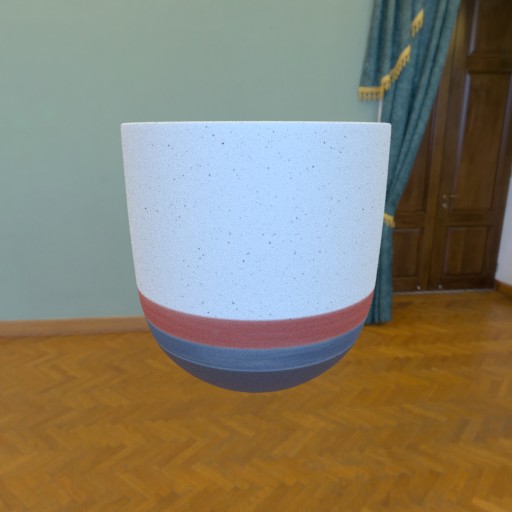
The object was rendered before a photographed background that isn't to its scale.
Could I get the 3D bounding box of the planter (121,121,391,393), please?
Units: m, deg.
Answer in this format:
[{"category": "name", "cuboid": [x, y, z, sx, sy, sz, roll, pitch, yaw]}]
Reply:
[{"category": "planter", "cuboid": [0.000, 0.000, 0.376, 0.204, 0.214, 0.204, 0, 16, 0]}]
